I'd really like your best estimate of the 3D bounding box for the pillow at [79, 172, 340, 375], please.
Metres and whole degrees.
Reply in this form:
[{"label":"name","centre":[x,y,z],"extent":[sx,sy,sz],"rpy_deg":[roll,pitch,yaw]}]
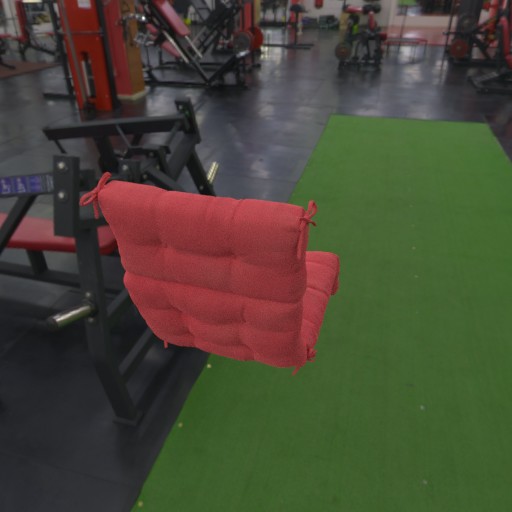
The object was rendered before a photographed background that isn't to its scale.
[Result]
[{"label":"pillow","centre":[0.000,0.000,1.516],"extent":[0.526,0.863,1.016],"rpy_deg":[9,33,15]}]
